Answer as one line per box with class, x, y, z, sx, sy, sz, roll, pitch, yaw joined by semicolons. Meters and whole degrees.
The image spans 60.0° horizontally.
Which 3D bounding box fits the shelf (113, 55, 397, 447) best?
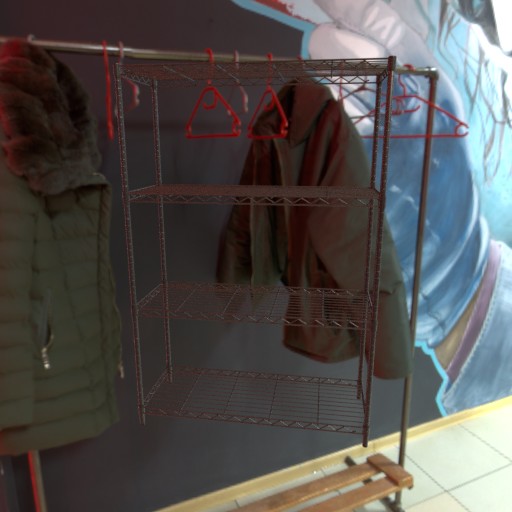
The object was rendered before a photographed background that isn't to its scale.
shelf;0.000;0.000;1.725;0.907;1.361;0.352;2;14;9
